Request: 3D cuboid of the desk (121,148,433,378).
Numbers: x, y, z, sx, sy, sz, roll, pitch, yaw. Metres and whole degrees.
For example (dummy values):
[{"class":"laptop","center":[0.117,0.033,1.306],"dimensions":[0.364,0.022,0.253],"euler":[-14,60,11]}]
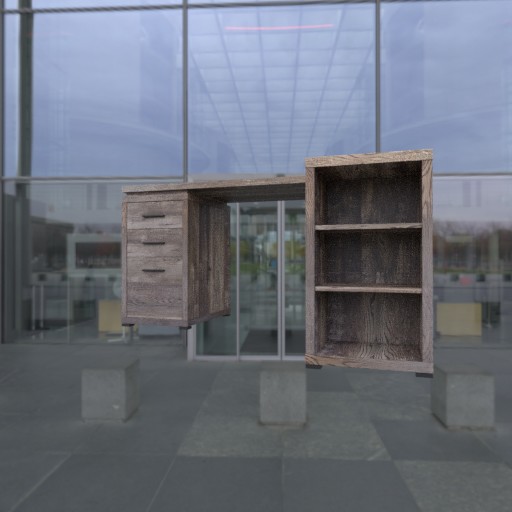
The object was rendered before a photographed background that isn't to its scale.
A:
[{"class":"desk","center":[0.000,0.000,2.152],"dimensions":[1.524,0.753,1.200],"euler":[0,0,18]}]
